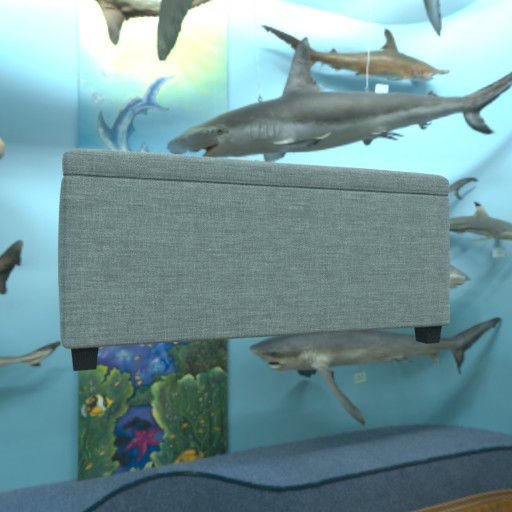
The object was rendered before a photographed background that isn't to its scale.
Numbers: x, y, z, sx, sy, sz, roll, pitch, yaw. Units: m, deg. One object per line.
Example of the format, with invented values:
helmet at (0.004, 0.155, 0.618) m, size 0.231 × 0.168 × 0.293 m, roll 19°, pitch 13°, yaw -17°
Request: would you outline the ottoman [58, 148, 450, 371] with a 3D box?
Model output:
ottoman at (0.000, 0.000, 1.132) m, size 0.902 × 0.432 × 0.419 m, roll 0°, pitch 0°, yaw -19°
